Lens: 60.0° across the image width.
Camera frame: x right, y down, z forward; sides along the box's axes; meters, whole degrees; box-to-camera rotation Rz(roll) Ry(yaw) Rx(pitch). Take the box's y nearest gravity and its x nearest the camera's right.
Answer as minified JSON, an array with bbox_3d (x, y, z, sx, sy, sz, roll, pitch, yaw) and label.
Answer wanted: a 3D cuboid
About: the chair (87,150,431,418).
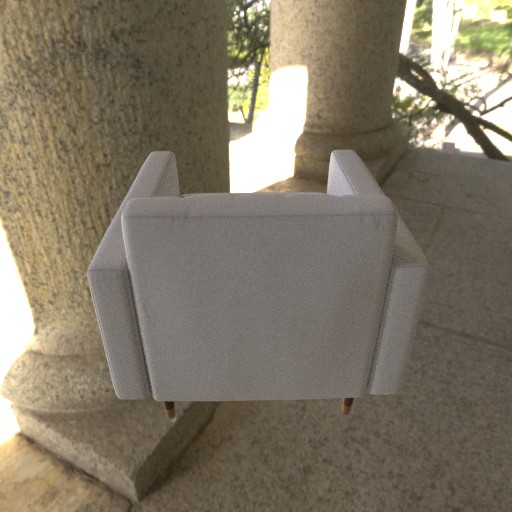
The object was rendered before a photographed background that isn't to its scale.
[{"bbox_3d":[0.000,0.000,1.671,0.953,0.819,0.998,-1,32,-1],"label":"chair"}]
